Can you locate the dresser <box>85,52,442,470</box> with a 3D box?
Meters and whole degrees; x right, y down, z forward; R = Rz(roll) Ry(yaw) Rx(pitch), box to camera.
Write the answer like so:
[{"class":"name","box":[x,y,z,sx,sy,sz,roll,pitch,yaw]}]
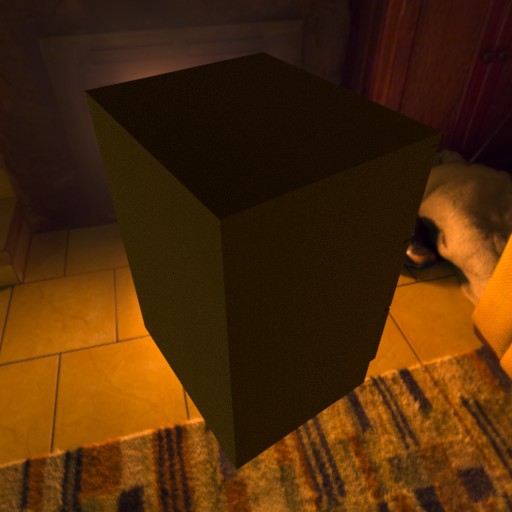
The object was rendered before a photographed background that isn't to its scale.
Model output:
[{"class":"dresser","box":[0.000,0.000,0.813,0.360,0.560,0.400,-24,47,-25]}]
